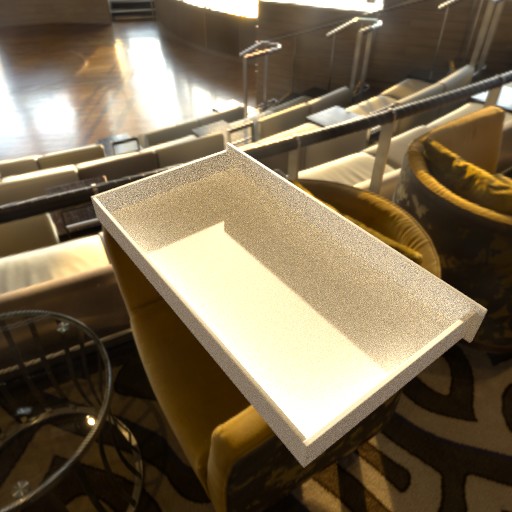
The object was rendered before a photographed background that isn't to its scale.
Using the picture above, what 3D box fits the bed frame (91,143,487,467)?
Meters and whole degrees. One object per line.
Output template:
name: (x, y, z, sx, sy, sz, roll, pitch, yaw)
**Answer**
bed frame: (0.000, 0.000, 1.544, 0.670, 0.141, 1.300, -26, 47, -27)
